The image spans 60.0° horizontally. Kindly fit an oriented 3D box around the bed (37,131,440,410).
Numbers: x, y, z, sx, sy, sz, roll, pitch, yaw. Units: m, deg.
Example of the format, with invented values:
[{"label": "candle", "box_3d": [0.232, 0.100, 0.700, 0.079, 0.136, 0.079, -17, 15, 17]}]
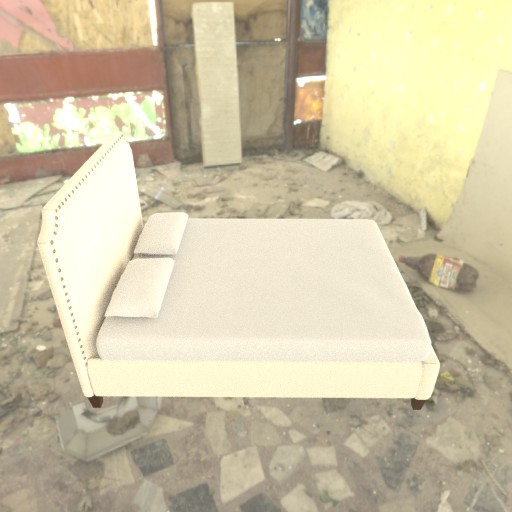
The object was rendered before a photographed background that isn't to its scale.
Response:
[{"label": "bed", "box_3d": [0.000, 0.000, 3.377, 2.372, 1.497, 1.712, 0, 32, 0]}]
